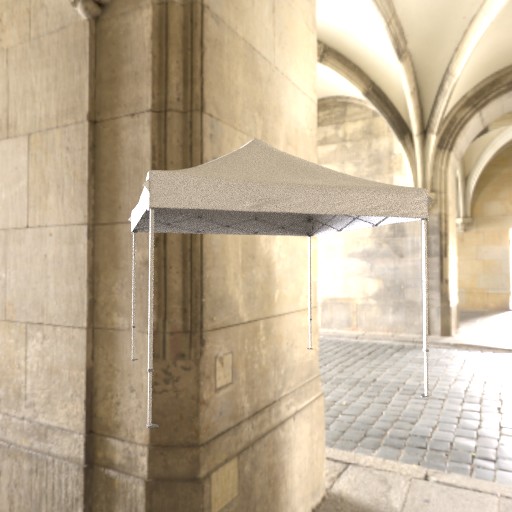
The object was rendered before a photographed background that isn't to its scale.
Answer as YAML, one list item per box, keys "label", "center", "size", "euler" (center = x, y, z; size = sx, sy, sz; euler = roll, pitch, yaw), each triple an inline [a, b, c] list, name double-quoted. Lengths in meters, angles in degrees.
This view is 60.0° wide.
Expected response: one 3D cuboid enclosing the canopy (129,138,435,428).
- label: "canopy"
  center: [0.000, 0.000, 5.608]
  size: [2.996, 2.998, 2.994]
  euler: [0, -1, -18]
